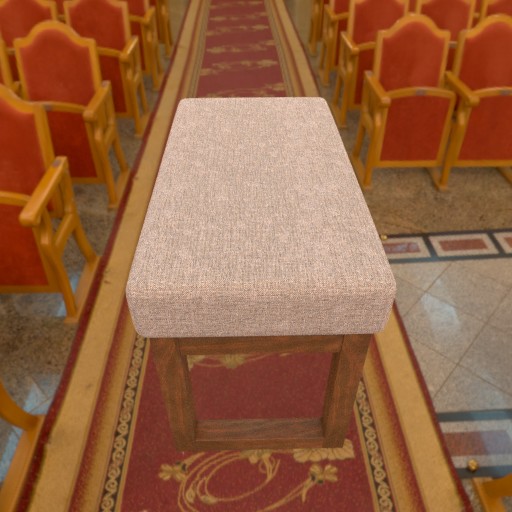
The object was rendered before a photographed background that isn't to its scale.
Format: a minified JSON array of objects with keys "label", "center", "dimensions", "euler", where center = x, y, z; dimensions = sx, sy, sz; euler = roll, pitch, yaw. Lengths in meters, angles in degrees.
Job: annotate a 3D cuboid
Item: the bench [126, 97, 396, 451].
[{"label":"bench","center":[0.000,0.000,0.978],"dimensions":[0.366,0.467,0.681],"euler":[-1,40,-1]}]
